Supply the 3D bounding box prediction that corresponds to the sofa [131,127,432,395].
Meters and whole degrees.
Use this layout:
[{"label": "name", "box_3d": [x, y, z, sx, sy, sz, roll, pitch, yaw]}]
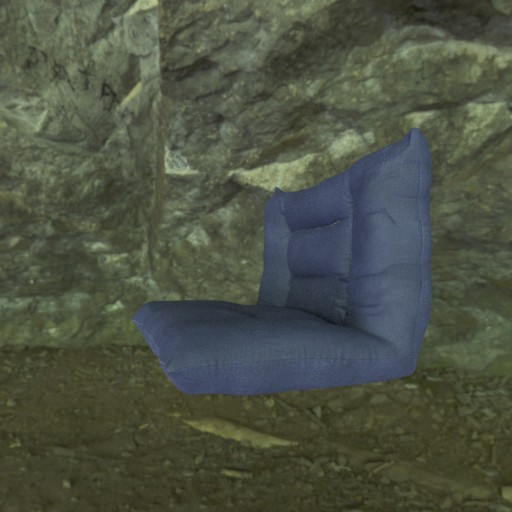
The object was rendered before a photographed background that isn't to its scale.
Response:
[{"label": "sofa", "box_3d": [0.000, 0.000, 1.696, 0.849, 0.778, 1.122, 1, -2, -19]}]
